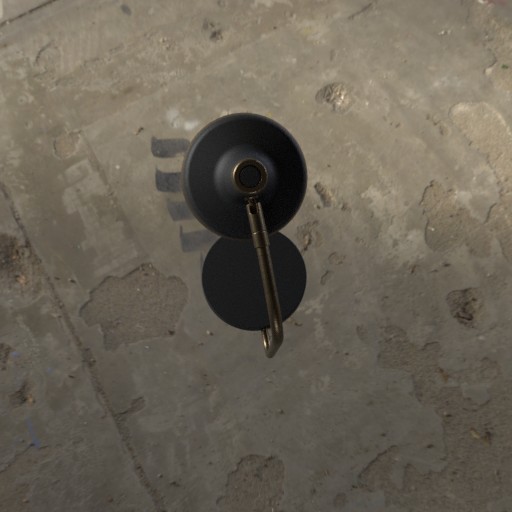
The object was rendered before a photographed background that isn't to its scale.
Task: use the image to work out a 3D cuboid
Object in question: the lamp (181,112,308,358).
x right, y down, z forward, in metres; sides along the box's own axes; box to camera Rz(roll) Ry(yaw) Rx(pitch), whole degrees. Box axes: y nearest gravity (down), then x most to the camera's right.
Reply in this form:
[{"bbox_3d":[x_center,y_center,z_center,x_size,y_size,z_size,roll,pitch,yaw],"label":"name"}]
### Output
[{"bbox_3d":[0.000,0.000,0.500,0.162,0.385,0.218,-11,75,-3],"label":"lamp"}]
